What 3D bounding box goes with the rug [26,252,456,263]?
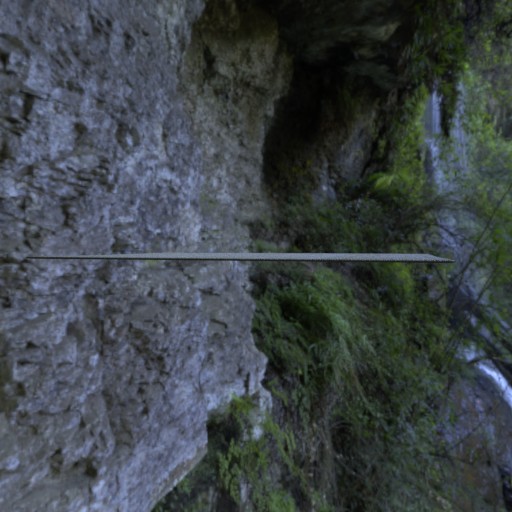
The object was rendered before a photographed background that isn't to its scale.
[{"bbox_3d":[0.000,0.000,5.147,3.935,0.025,2.782,0,1,17],"label":"rug"}]
